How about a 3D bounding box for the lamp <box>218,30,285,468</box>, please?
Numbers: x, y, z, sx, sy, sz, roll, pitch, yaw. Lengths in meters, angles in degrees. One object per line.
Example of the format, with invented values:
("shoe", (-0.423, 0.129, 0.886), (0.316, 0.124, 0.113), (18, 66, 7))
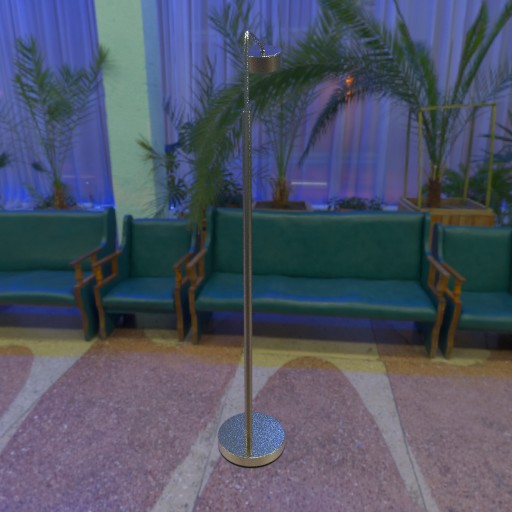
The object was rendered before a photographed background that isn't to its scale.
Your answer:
("lamp", (0.000, 0.000, 1.383), (0.222, 1.250, 0.421), (3, 18, 8))
